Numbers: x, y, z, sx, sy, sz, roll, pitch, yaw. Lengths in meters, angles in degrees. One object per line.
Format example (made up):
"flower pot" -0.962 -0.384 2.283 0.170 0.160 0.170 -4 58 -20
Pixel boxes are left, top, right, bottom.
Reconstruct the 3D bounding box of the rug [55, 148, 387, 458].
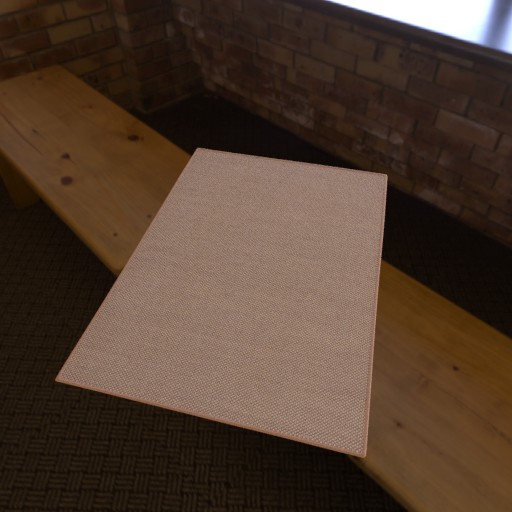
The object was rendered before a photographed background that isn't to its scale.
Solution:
"rug" 0.000 0.000 2.774 1.524 0.013 2.134 10 47 10
